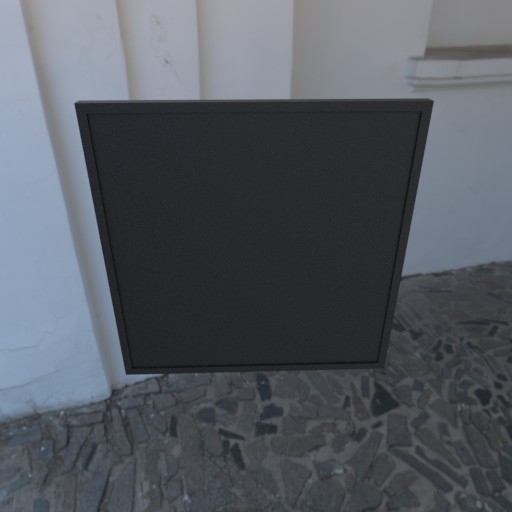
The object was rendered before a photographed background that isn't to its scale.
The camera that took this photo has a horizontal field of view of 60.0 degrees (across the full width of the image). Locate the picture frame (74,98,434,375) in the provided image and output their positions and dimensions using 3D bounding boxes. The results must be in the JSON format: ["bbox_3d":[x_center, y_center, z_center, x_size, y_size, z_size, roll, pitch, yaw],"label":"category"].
[{"bbox_3d":[0.000,0.000,1.155,0.775,0.775,0.032,-1,29,-2],"label":"picture frame"}]
